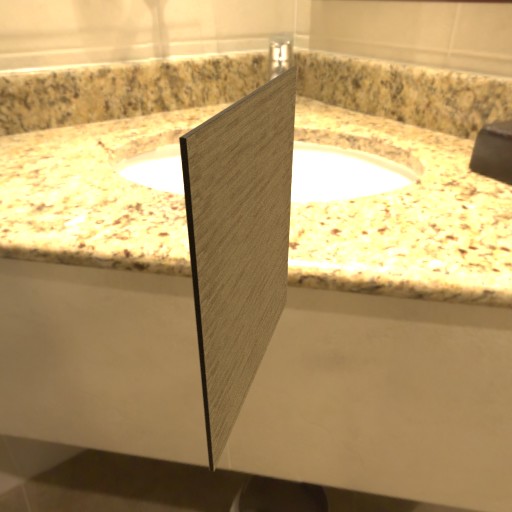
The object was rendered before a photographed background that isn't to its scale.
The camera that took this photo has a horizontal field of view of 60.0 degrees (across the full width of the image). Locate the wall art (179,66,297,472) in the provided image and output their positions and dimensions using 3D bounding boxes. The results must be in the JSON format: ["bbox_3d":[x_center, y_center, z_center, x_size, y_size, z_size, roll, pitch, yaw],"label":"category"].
[{"bbox_3d":[0.000,0.000,0.786,0.009,0.559,0.483,9,33,15],"label":"wall art"}]
